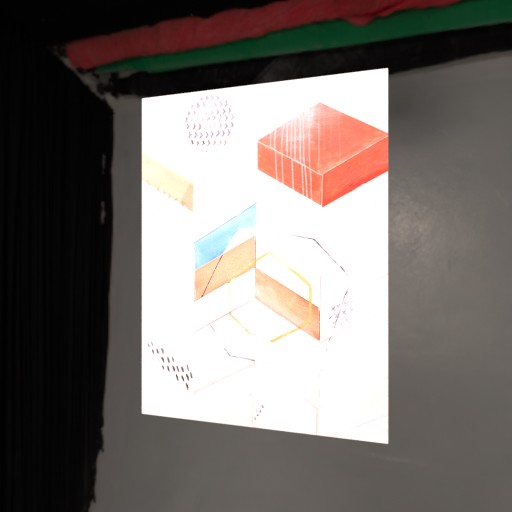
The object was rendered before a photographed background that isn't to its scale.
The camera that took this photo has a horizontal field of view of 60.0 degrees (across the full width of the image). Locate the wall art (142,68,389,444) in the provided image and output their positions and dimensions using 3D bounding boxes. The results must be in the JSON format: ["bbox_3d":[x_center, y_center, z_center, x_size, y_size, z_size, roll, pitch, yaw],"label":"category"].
[{"bbox_3d":[0.000,0.000,1.598,0.914,1.221,0.046,0,0,18],"label":"wall art"}]
